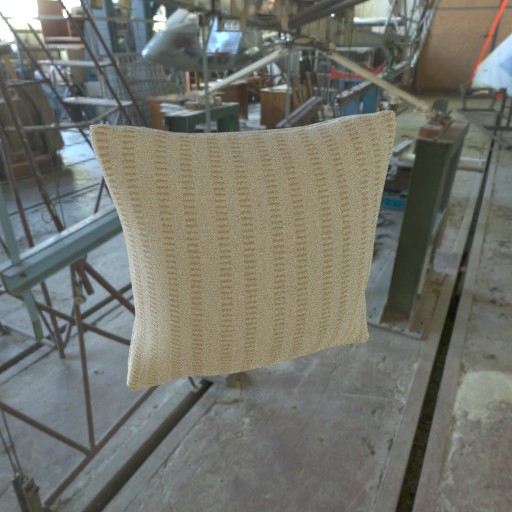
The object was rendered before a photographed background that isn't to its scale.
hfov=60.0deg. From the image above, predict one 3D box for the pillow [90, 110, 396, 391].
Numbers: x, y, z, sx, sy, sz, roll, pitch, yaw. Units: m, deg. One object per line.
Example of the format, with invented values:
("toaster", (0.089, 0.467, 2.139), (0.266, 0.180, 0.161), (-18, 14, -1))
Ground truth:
("pillow", (0.000, 0.000, 0.689), (0.438, 0.419, 0.247), (-8, 27, -16))
